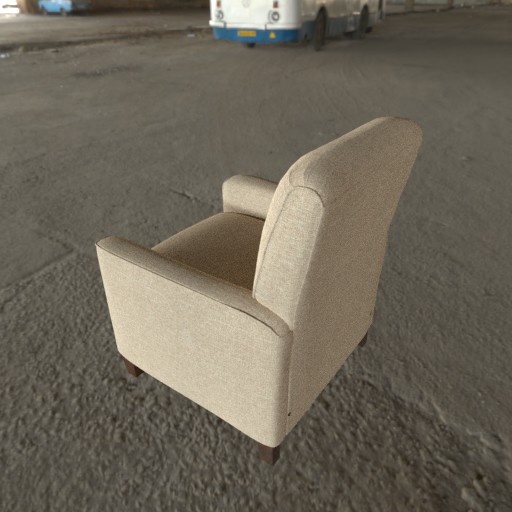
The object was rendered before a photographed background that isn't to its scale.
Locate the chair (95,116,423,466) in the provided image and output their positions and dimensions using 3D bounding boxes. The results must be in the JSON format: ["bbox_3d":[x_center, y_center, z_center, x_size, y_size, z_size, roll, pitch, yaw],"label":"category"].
[{"bbox_3d":[0.000,0.000,1.631,0.858,1.028,0.841,21,37,30],"label":"chair"}]
